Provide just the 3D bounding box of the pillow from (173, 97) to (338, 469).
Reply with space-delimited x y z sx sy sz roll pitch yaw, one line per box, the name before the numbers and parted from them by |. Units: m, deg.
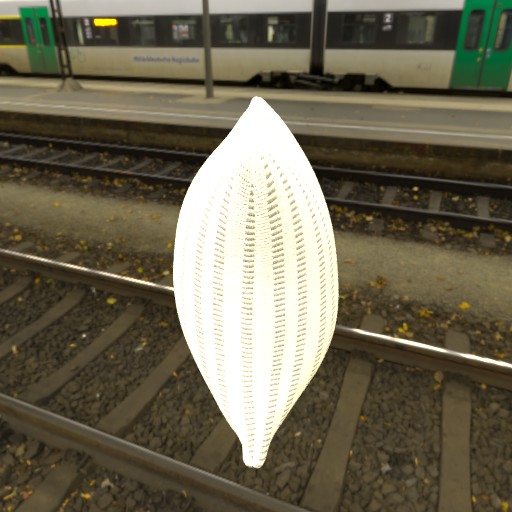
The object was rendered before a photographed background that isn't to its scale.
pillow | 0.000 0.000 0.684 0.247 0.419 0.438 1 27 1
